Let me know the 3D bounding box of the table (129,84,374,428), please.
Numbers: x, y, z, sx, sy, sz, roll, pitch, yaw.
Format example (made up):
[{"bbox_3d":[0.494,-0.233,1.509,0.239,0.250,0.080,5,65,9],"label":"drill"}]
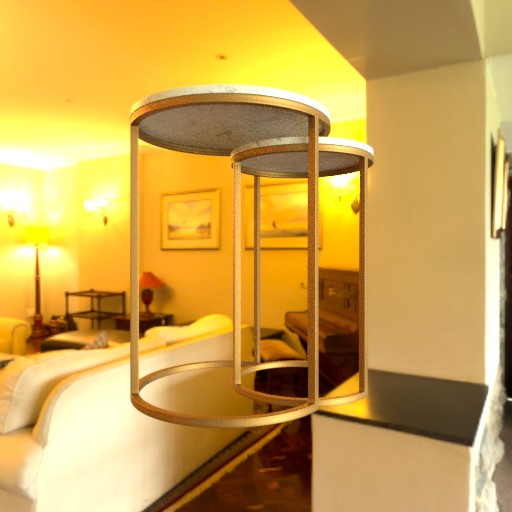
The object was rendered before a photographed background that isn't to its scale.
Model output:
[{"bbox_3d":[0.000,0.000,0.925,0.507,0.550,0.400,0,0,-18],"label":"table"}]
